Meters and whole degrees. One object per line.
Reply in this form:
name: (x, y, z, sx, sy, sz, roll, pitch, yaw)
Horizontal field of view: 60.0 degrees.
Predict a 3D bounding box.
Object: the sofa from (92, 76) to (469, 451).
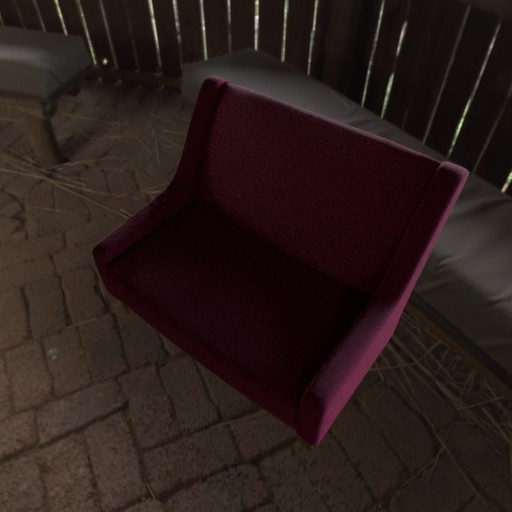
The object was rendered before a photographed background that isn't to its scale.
sofa: (0.000, 0.000, 1.940, 1.242, 0.976, 0.946, 30, 53, 25)
